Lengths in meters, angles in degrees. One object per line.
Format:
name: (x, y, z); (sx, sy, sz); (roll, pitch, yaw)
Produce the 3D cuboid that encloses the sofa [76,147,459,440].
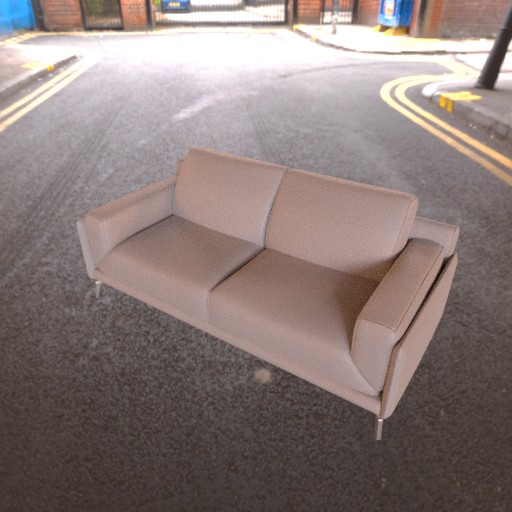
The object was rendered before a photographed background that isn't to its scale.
sofa: (0.000, 0.000, 2.661); (2.101, 0.930, 1.049); (19, 36, 28)
